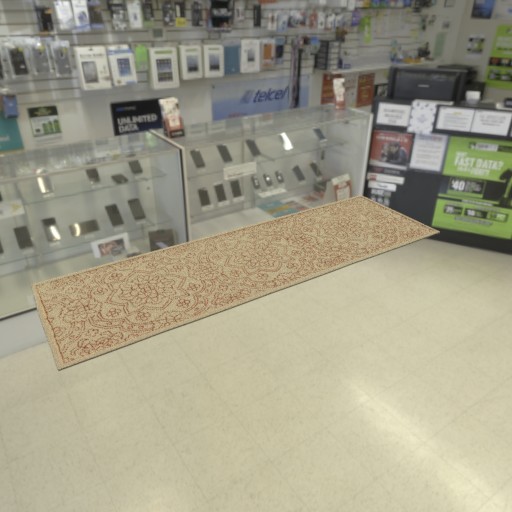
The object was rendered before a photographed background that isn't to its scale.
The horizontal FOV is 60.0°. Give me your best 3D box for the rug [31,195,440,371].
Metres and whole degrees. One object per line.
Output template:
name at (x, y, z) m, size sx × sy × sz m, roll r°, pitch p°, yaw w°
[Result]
rug at (0.000, 0.000, 2.705) m, size 2.448 × 0.012 × 0.769 m, roll -17°, pitch 34°, yaw -27°
